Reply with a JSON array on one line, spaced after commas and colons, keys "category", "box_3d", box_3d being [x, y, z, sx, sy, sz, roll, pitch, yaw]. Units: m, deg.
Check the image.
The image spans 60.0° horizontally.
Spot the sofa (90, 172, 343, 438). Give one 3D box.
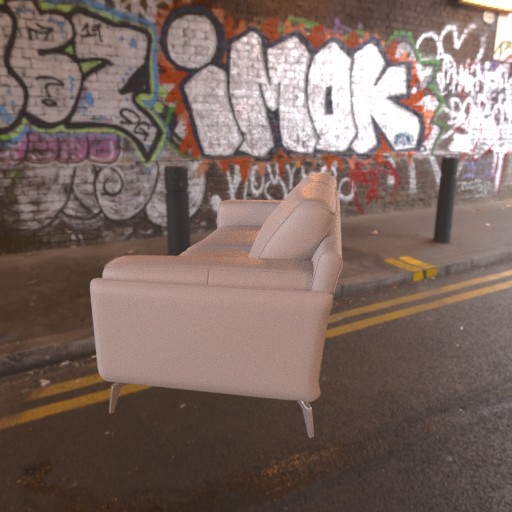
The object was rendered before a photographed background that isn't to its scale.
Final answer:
[{"category": "sofa", "box_3d": [0.000, 0.000, 2.643, 1.049, 0.930, 2.101, 3, 15, 10]}]
